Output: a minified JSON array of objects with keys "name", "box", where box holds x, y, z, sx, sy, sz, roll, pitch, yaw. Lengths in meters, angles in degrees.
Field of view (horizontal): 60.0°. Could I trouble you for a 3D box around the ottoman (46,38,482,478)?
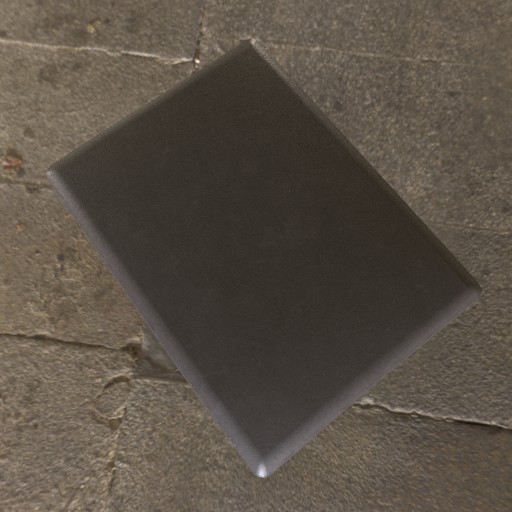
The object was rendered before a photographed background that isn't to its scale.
[{"name":"ottoman","box":[0.000,0.000,1.139,0.590,0.498,0.795,-37,78,-9]}]
